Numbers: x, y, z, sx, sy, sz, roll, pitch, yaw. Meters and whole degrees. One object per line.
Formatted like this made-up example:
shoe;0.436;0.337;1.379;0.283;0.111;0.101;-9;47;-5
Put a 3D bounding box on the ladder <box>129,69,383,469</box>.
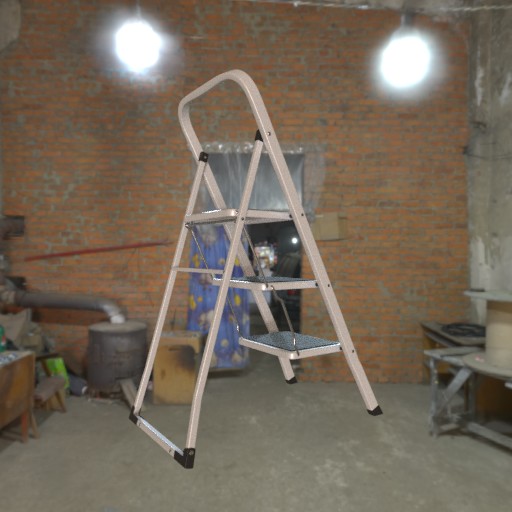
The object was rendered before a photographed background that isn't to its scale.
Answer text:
ladder;0.000;0.000;1.453;0.711;1.050;0.460;0;0;-35
